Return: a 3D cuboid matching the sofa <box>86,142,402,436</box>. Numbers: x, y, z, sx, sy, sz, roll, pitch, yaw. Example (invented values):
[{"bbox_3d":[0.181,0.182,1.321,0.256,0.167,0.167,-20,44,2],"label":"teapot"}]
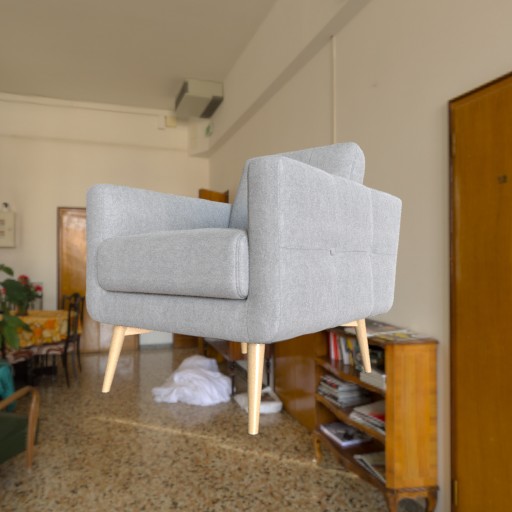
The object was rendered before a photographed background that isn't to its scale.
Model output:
[{"bbox_3d":[0.000,0.000,1.558,0.770,0.860,0.920,0,-1,36],"label":"sofa"}]
